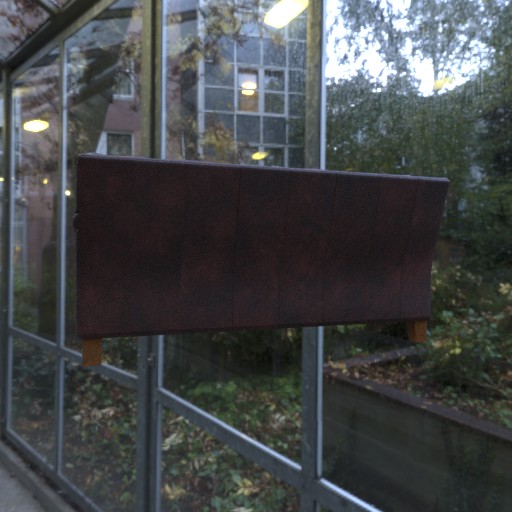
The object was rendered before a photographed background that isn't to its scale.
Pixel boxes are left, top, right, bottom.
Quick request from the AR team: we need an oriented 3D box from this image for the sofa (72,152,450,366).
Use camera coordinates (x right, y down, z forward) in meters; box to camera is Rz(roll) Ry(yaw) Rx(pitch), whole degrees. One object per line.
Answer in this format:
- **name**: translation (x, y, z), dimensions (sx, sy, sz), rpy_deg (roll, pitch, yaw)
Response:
- **sofa**: translation (0.000, 0.000, 2.805), dimensions (2.144, 1.071, 1.147), rpy_deg (0, 0, -18)
